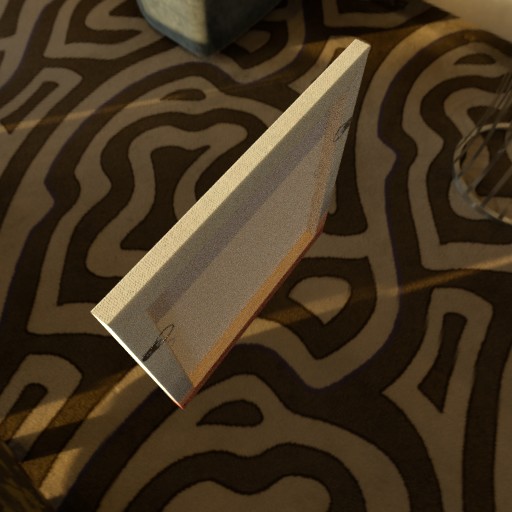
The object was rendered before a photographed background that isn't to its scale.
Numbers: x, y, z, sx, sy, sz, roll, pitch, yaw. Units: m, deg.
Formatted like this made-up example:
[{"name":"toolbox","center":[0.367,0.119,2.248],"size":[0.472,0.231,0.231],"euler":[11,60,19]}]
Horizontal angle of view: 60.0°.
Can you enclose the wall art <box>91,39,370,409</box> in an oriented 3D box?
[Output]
[{"name":"wall art","center":[0.000,0.000,0.893],"size":[0.034,0.605,0.605],"euler":[33,67,16]}]
